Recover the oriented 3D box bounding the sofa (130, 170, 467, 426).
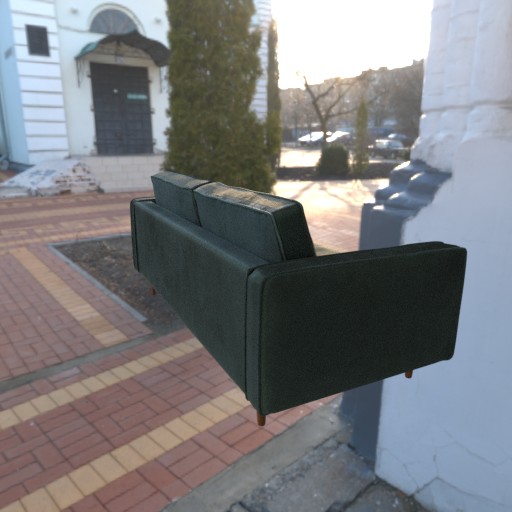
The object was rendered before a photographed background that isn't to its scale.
[{"bbox_3d":[0.000,0.000,2.249,0.886,0.781,1.816,-8,17,-26],"label":"sofa"}]
